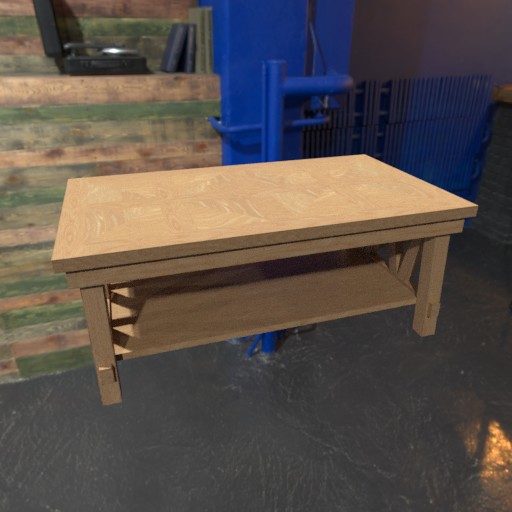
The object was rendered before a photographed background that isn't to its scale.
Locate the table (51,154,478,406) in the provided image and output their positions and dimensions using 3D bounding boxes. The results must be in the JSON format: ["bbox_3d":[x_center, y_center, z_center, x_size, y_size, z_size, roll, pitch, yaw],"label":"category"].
[{"bbox_3d":[0.000,0.000,1.664,1.270,0.507,0.711,-8,28,-16],"label":"table"}]
